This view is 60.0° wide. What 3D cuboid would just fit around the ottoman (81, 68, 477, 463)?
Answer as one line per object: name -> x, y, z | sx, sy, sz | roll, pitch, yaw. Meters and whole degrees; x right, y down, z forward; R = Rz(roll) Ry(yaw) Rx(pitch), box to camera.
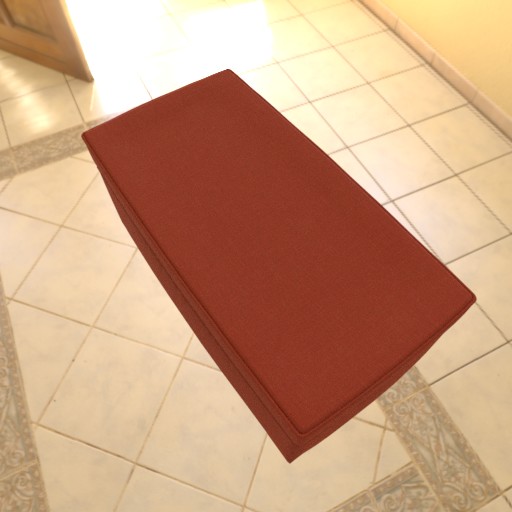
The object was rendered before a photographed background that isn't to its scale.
ottoman -> 0.000, 0.000, 1.221 | 0.497, 0.454, 0.948 | -32, 64, -18
